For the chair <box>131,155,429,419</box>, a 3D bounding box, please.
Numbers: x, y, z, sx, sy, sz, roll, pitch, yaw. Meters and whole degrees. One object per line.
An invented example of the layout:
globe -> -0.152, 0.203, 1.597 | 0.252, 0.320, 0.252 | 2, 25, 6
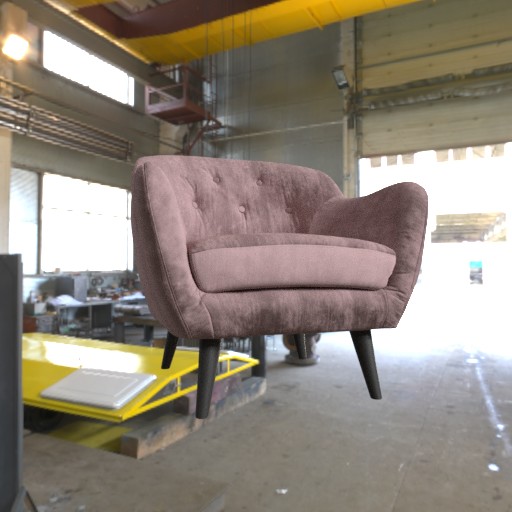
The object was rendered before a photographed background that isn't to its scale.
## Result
chair -> 0.000, 0.000, 1.507 | 0.840, 0.820, 0.820 | 0, -1, -18
